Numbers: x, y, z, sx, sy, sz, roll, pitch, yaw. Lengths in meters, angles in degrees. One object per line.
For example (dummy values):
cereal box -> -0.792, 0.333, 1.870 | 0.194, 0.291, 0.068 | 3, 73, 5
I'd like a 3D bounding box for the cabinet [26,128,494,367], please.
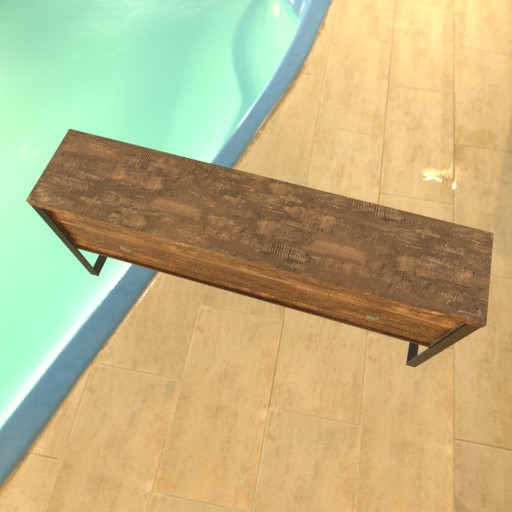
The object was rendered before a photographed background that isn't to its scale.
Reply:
cabinet -> 0.000, 0.000, 2.085 | 1.800, 0.762, 0.395 | 15, 66, 7
